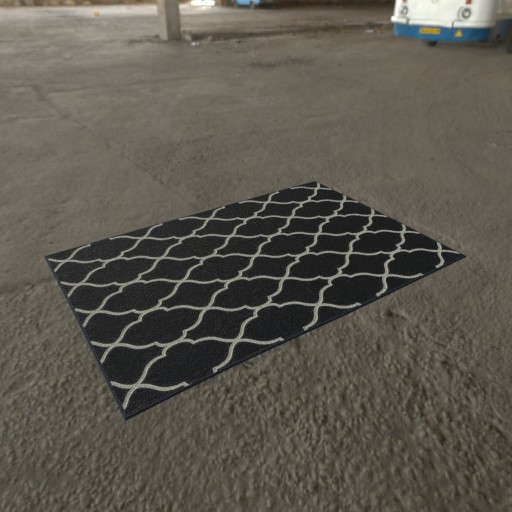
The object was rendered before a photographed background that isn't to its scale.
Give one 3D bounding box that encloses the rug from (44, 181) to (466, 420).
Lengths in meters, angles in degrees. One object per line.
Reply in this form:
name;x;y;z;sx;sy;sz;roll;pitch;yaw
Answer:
rug;0.000;0.000;2.874;2.290;0.014;1.526;-19;37;-28
